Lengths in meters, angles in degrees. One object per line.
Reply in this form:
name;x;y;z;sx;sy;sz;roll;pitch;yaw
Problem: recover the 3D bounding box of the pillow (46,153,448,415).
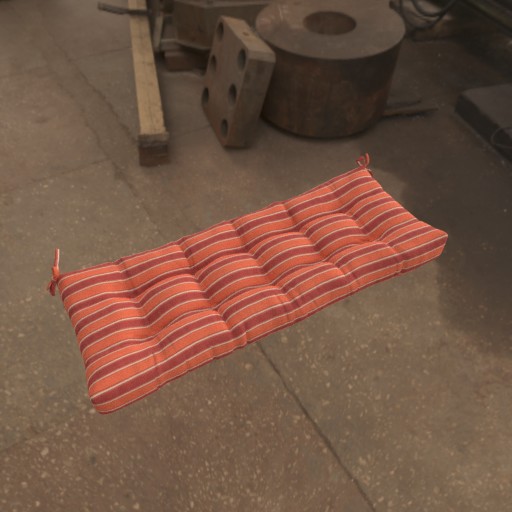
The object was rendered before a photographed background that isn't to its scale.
pillow;0.000;0.000;1.366;1.194;0.174;0.511;-22;51;-19
